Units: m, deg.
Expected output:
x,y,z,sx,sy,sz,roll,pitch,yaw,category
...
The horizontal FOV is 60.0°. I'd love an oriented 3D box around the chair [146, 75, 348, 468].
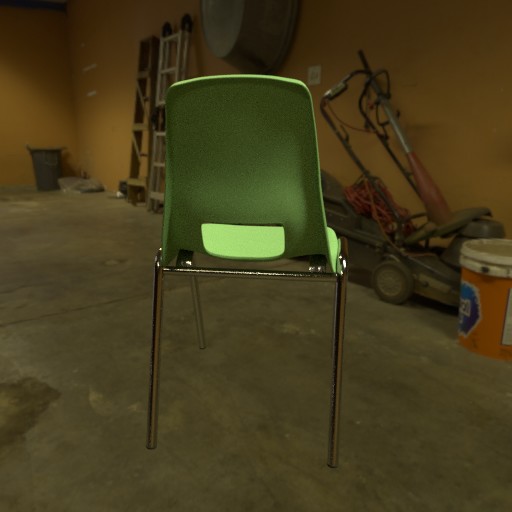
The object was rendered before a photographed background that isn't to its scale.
x,y,z,sx,sy,sz,roll,pitch,yaw,category
0.000,0.000,0.926,0.381,0.653,0.436,2,15,8,chair
